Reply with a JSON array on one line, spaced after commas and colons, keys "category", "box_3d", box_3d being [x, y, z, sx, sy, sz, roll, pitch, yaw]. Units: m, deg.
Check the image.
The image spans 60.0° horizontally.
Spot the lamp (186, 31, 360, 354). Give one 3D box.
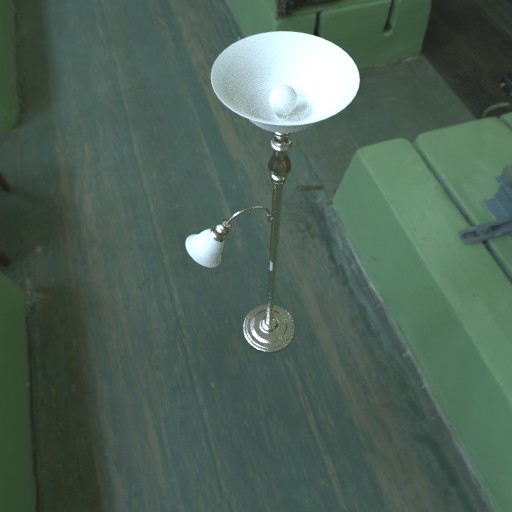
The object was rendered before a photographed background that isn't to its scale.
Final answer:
[{"category": "lamp", "box_3d": [0.000, 0.000, 1.954, 0.575, 1.785, 0.405, -17, 59, -10]}]
